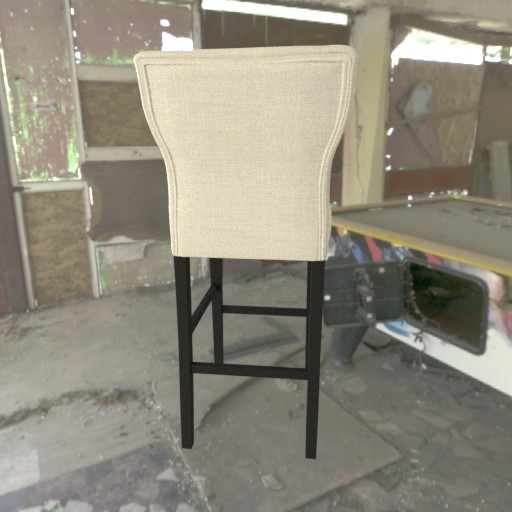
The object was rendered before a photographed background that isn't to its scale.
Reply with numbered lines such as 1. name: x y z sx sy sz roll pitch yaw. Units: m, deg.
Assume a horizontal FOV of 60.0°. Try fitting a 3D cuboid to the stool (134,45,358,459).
1. stool: 0.000 0.000 1.400 0.516 1.124 0.603 2 16 6
